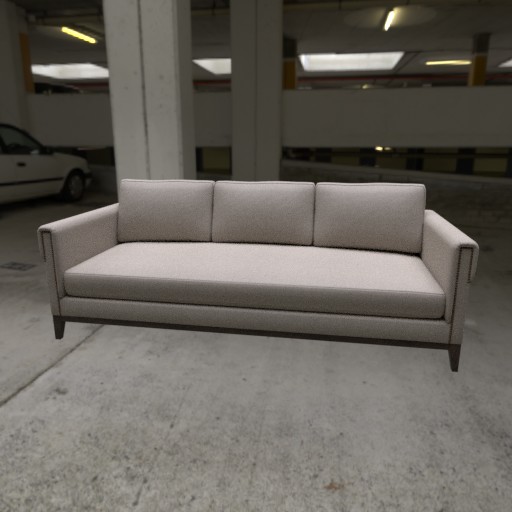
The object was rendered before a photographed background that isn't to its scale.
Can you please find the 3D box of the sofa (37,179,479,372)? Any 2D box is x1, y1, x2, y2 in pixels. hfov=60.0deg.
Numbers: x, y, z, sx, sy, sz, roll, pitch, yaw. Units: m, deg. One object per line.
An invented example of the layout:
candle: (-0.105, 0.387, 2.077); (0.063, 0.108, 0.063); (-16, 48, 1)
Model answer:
sofa: (0.000, 0.000, 2.678); (2.210, 0.838, 0.959); (3, 15, 9)
